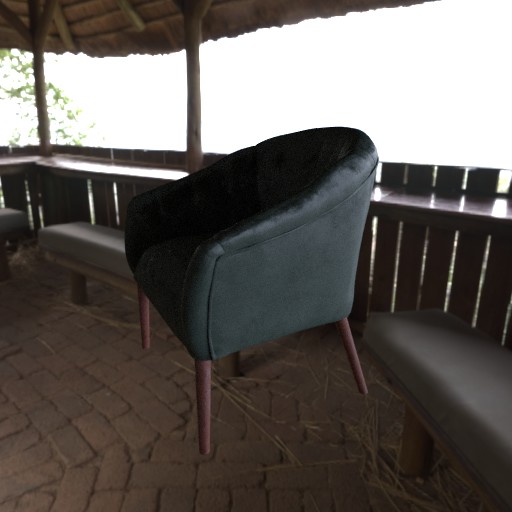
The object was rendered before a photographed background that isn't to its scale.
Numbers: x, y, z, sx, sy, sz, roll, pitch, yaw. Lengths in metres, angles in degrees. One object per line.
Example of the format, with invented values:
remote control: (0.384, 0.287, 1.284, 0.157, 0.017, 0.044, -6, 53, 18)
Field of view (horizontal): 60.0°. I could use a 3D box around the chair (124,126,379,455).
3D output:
chair: (0.000, 0.000, 1.575, 0.776, 0.885, 0.851, -8, 18, -26)
